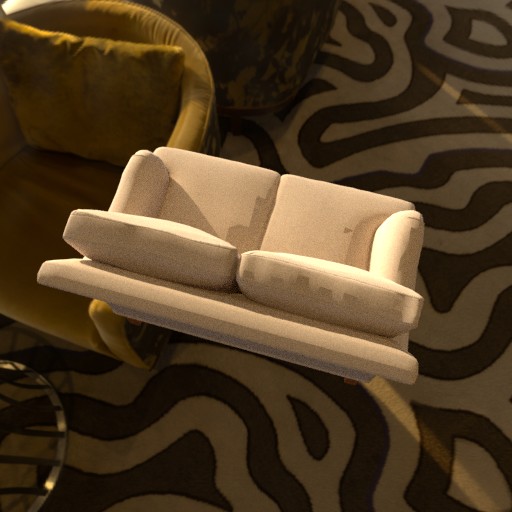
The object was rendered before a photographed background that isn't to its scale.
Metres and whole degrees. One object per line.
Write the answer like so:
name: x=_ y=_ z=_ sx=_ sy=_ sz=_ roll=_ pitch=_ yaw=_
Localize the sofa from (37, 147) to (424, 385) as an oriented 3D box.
sofa: x=0.000 y=0.000 z=2.213 sx=1.508 sy=1.048 sz=1.087 roll=14 pitch=64 yaw=7
